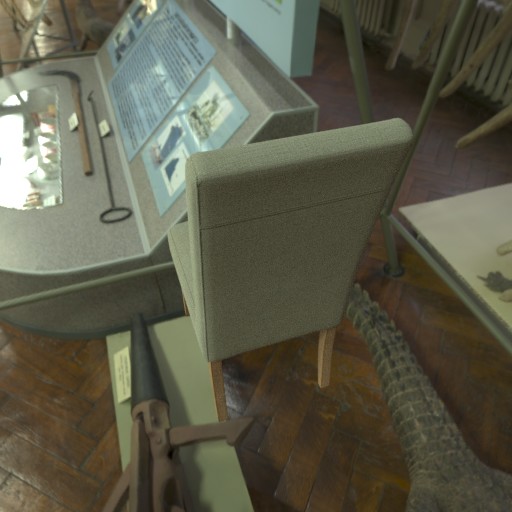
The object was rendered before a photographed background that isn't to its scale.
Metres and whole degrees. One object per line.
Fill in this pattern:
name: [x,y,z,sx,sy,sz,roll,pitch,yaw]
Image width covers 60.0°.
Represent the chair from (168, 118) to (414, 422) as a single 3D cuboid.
chair: [0.000,0.000,1.325,0.450,1.033,0.611,-13,44,-14]
